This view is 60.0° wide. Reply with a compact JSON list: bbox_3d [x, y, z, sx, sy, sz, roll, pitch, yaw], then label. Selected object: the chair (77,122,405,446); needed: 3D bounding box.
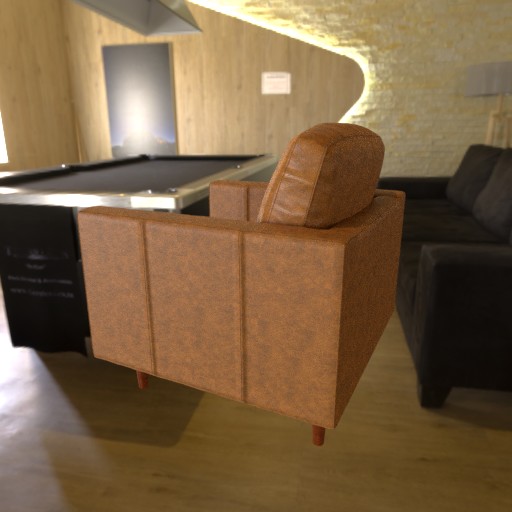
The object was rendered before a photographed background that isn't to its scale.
[{"bbox_3d":[0.000,0.000,1.659,0.909,0.956,0.890,8,19,25],"label":"chair"}]
